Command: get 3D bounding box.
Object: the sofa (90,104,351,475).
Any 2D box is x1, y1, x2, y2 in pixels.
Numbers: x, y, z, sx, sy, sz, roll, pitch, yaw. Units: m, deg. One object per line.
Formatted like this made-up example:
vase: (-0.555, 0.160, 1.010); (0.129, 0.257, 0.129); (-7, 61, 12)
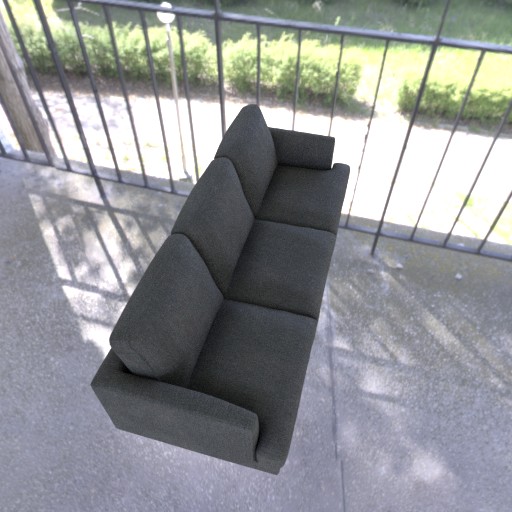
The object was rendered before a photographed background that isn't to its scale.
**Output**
sofa: (0.000, 0.000, 2.723); (0.903, 0.930, 2.246); (12, 49, 10)
